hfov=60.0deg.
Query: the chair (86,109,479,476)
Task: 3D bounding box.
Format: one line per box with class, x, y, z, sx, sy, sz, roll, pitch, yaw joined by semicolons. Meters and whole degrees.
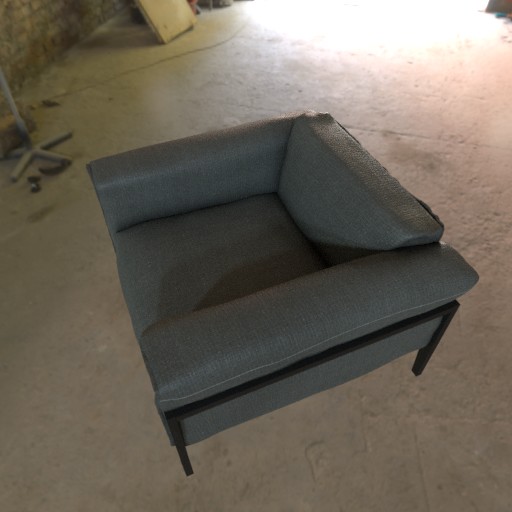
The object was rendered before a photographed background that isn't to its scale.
chair;0.000;0.000;1.611;0.969;0.646;1.056;-17;50;-15
